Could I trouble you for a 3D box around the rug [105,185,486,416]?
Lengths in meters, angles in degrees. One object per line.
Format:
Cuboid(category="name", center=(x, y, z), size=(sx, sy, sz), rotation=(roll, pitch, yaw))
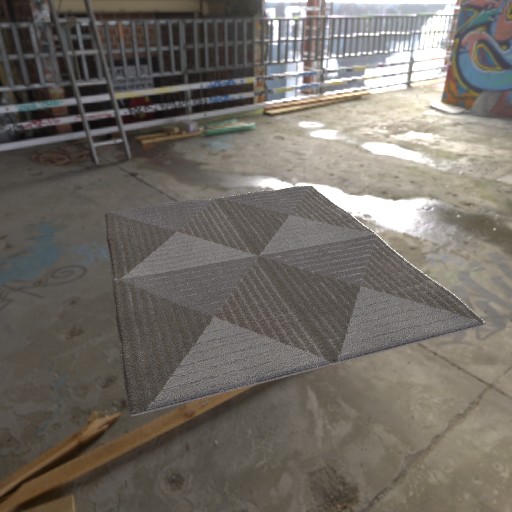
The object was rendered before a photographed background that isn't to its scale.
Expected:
Cuboid(category="rug", center=(0.000, 0.000, 0.874), size=(0.551, 0.008, 0.642), rotation=(-10, 31, -17))
